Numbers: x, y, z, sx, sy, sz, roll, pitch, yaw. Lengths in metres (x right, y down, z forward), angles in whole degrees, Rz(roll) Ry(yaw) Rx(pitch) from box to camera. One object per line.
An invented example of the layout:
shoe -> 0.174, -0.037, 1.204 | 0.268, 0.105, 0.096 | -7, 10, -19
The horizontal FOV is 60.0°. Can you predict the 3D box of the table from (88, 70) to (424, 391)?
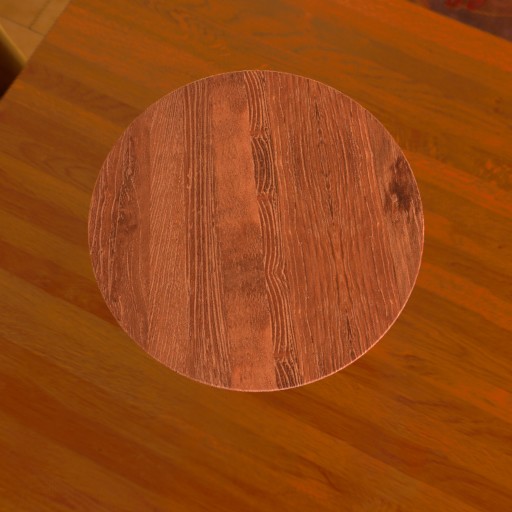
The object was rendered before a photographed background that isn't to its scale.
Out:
table -> 0.000, 0.000, 0.902 | 0.500, 0.500, 0.500 | 0, 76, 0
